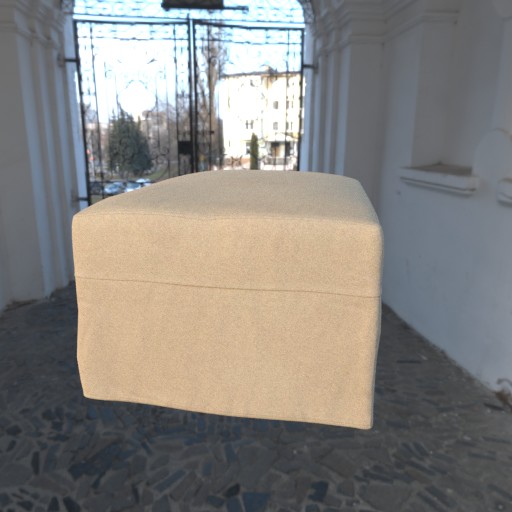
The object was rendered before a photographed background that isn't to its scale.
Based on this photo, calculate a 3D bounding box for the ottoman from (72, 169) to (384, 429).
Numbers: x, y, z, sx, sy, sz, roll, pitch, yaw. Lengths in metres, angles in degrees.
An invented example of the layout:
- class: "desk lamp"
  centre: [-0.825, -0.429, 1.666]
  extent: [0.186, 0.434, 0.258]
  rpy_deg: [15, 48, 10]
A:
- class: "ottoman"
  centre: [0.000, 0.000, 1.201]
  extent: [0.590, 0.444, 0.872]
  rpy_deg: [3, 15, 10]
